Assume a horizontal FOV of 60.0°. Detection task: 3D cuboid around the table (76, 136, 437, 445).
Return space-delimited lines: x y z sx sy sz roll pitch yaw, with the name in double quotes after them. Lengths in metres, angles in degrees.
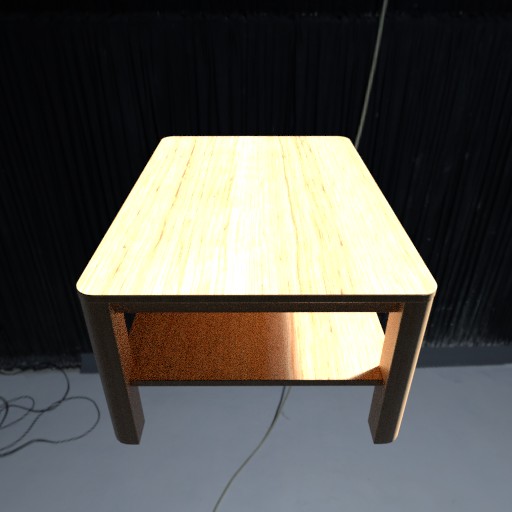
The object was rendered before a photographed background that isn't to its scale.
0.000 0.000 1.364 0.696 0.445 0.997 0 32 0 "table"
